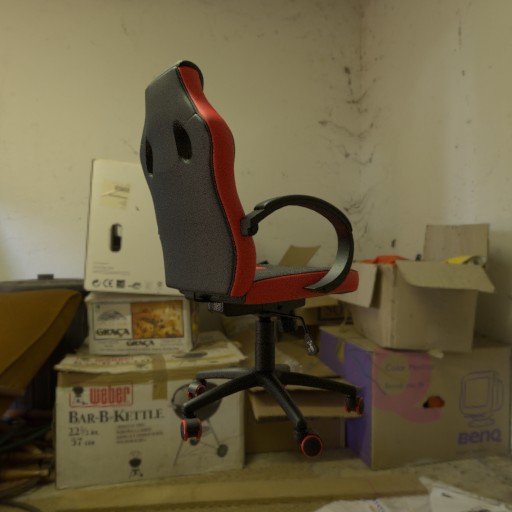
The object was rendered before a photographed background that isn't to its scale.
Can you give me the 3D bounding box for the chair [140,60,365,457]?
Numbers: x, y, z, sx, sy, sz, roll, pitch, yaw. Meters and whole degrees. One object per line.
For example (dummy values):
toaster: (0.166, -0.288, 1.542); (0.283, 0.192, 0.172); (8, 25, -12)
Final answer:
chair: (0.000, 0.000, 1.366); (0.642, 1.016, 0.600); (0, 1, -36)
